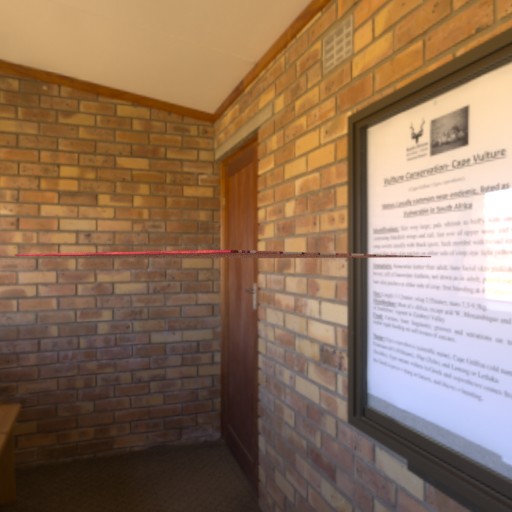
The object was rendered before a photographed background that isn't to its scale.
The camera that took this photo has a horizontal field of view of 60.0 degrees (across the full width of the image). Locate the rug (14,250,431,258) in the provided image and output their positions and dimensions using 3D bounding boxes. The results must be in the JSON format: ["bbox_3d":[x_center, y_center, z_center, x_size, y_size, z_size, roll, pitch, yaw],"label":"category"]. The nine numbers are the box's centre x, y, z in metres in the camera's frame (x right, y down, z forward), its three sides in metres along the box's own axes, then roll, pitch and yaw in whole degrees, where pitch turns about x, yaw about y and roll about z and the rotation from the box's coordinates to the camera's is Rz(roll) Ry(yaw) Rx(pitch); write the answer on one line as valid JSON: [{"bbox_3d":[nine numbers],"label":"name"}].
[{"bbox_3d":[0.000,0.000,2.248,1.223,0.008,1.817,0,-1,37],"label":"rug"}]
